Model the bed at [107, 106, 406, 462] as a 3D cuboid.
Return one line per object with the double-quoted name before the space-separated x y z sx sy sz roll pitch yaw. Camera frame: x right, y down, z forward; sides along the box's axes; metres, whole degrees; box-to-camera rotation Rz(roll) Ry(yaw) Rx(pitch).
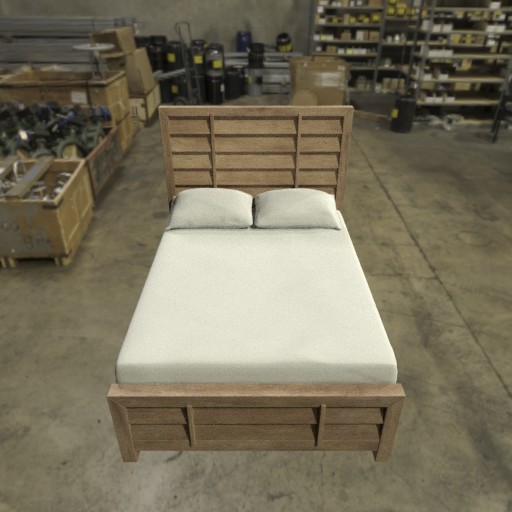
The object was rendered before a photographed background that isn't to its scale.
"bed" 0.000 0.000 3.212 1.626 1.626 2.197 0 31 0
